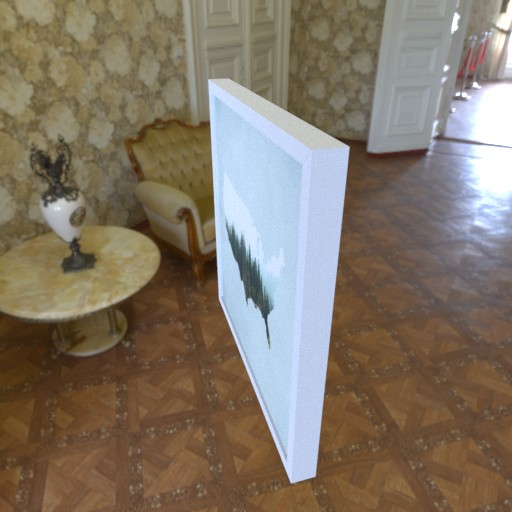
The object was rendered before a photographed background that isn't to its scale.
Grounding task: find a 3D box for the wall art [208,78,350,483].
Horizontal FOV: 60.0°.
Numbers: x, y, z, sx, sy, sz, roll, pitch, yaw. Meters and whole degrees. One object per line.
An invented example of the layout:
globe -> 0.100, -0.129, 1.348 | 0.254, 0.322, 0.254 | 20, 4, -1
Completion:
wall art -> 0.000, 0.000, 0.457 | 0.024, 0.304, 0.304 | -8, 30, -14
